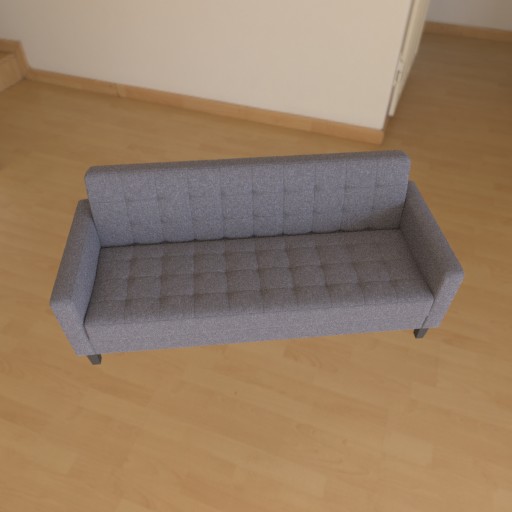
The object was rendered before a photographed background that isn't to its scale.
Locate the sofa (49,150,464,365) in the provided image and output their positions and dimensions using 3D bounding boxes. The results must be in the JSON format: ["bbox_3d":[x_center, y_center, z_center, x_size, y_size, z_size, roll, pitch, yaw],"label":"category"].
[{"bbox_3d":[0.000,0.000,2.513,2.040,0.850,0.810,-4,46,-4],"label":"sofa"}]
